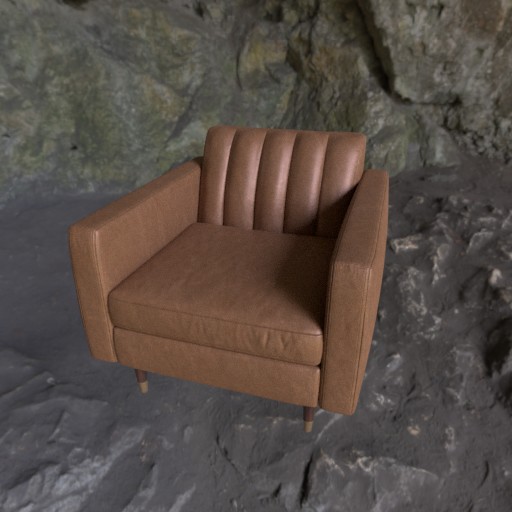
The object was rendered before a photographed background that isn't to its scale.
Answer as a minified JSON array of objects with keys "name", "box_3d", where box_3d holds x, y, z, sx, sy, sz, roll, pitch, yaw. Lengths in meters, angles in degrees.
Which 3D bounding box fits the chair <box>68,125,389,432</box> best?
[{"name":"chair","box_3d":[0.000,0.000,1.722,0.953,0.819,0.998,8,27,16]}]
